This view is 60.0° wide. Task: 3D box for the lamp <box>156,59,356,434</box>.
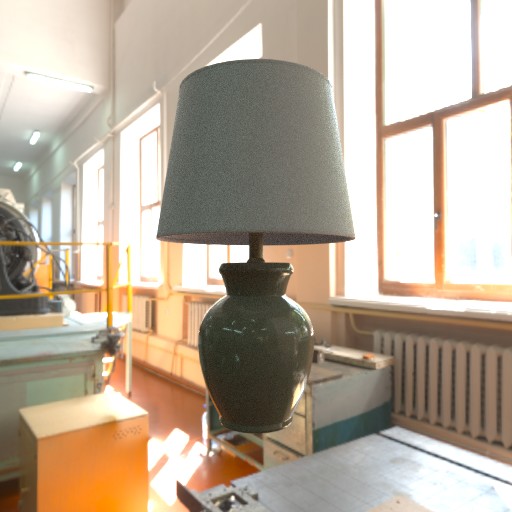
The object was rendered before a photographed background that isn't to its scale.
[{"bbox_3d":[0.000,0.000,0.542,0.239,0.399,0.239,0,-2,0],"label":"lamp"}]
